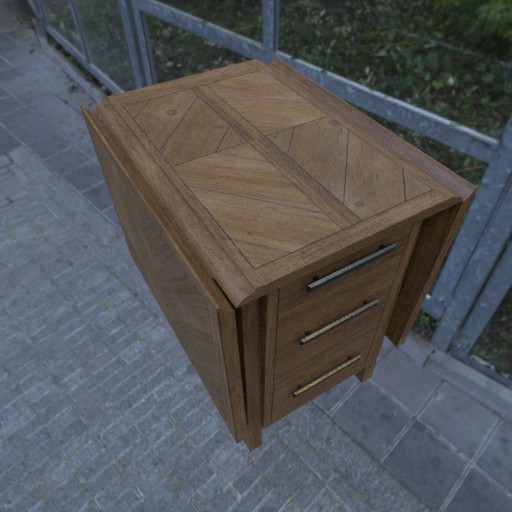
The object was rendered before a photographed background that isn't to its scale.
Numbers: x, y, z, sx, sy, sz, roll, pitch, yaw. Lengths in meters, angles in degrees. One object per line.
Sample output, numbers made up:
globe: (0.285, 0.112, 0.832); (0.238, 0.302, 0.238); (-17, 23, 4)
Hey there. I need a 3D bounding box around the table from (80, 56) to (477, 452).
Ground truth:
table: (0.000, 0.000, 1.277); (0.591, 0.763, 0.746); (-24, 51, -21)
